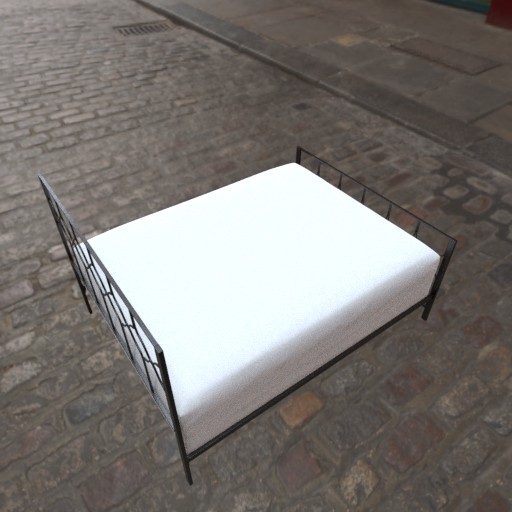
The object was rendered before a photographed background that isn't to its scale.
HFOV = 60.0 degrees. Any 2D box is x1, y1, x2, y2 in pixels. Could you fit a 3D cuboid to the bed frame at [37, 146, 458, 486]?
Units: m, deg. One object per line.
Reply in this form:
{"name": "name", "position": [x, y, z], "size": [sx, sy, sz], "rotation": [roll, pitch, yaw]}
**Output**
{"name": "bed frame", "position": [0.000, 0.000, 3.010], "size": [2.063, 1.222, 1.597], "rotation": [-25, 47, -26]}
